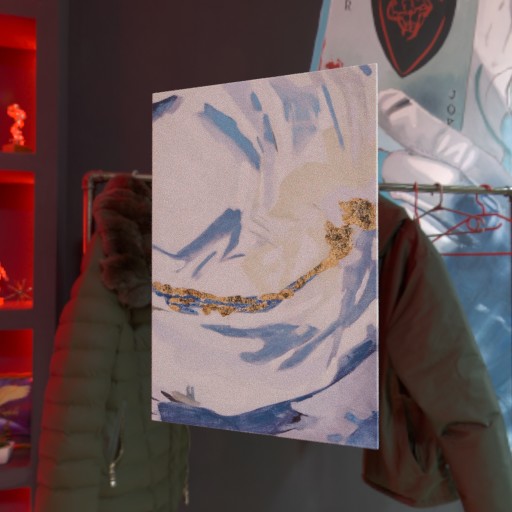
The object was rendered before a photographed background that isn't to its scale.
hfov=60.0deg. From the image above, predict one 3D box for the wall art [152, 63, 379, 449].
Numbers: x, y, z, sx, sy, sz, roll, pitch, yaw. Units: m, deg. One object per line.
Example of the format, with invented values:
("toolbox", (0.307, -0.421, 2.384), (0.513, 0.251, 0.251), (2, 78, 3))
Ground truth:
("wall art", (0.000, 0.000, 1.147), (0.610, 0.914, 0.016), (0, -1, 18))
